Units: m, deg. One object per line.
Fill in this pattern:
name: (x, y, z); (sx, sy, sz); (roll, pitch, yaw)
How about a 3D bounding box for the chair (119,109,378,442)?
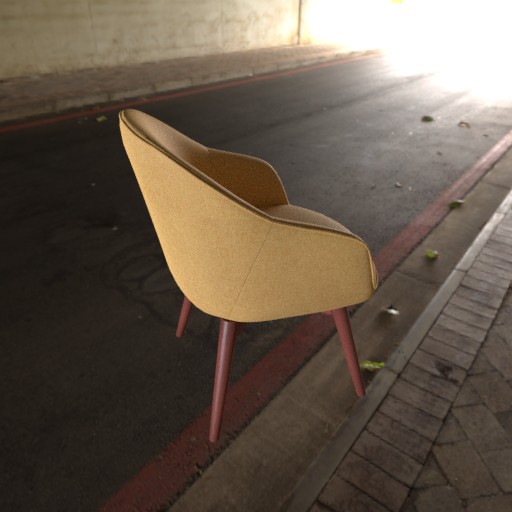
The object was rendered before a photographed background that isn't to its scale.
chair: (0.000, 0.000, 1.261); (0.635, 0.823, 0.596); (-10, 31, -17)
